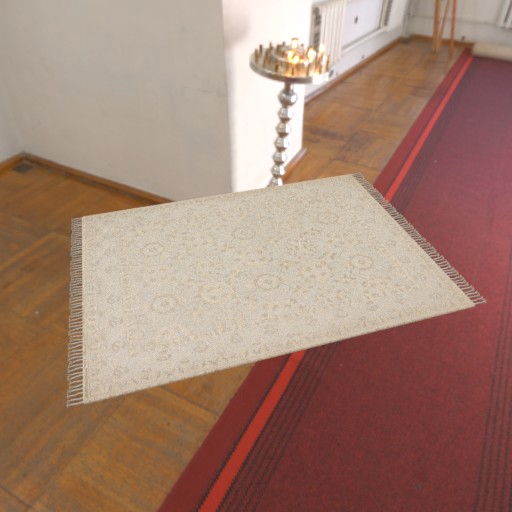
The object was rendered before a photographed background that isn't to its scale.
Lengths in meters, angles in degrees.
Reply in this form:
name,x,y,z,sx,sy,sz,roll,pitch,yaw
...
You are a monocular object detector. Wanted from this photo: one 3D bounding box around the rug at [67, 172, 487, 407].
name,x,y,z,sx,sy,sz,roll,pitch,yaw
rug,0.000,0.000,2.216,1.771,0.015,1.223,-11,41,-13
